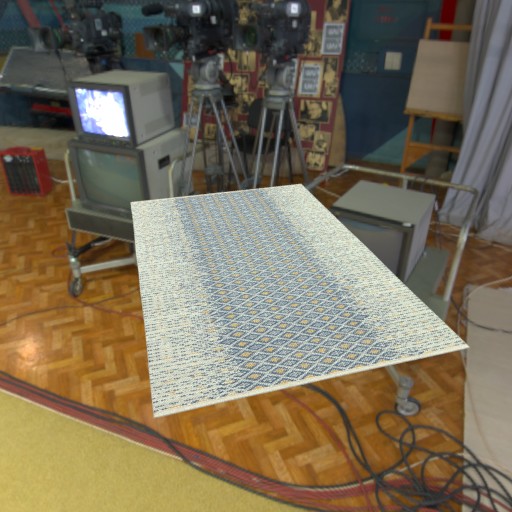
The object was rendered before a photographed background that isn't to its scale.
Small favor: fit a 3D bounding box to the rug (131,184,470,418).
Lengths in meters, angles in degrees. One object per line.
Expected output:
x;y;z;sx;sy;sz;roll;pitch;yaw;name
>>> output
0.000;0.000;2.350;1.219;0.005;1.828;-8;31;-14;rug
